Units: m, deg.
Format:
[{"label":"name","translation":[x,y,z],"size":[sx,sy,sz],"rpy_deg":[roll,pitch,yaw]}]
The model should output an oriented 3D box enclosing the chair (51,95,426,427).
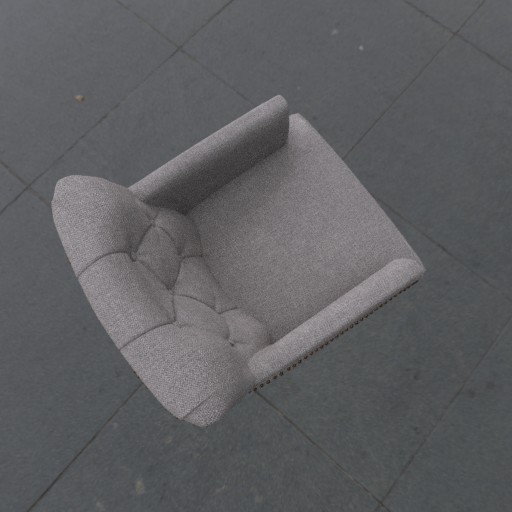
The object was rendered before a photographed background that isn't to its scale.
[{"label":"chair","translation":[0.000,0.000,1.468],"size":[0.902,0.823,0.737],"rpy_deg":[-33,77,-9]}]
